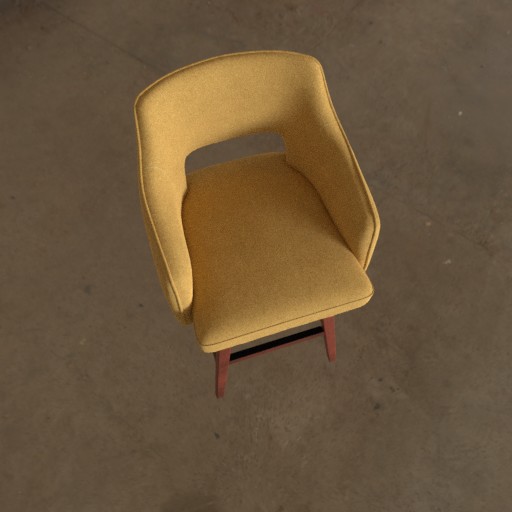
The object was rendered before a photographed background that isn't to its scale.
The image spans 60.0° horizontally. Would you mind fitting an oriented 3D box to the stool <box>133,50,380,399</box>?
[{"bbox_3d":[0.000,0.000,1.338,0.548,1.012,0.558,-16,64,-8],"label":"stool"}]
